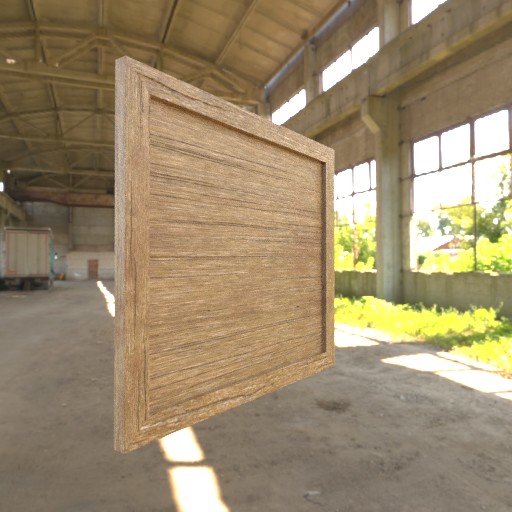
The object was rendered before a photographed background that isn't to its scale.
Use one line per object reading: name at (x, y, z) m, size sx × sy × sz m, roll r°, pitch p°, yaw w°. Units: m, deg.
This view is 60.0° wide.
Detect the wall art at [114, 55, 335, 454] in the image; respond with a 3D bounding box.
wall art at (0.000, 0.000, 0.939) m, size 0.026 × 0.588 × 0.690 m, roll -1°, pitch -1°, yaw 36°
